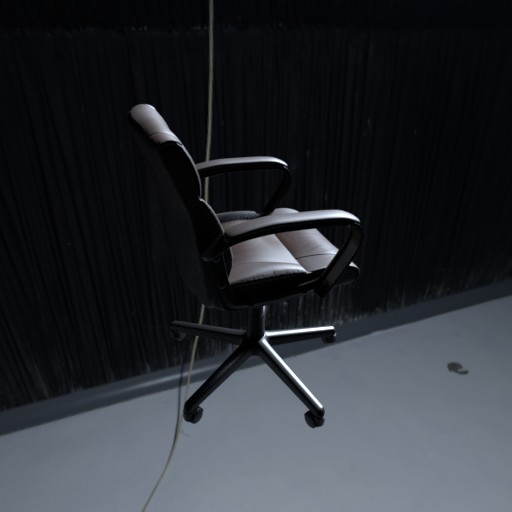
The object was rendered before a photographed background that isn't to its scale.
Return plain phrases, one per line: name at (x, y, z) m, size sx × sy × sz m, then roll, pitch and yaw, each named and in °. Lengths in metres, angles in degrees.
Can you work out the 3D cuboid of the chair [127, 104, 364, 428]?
chair at (0.000, 0.000, 1.514) m, size 0.717 × 1.004 × 0.739 m, roll -10°, pitch 32°, yaw -17°
